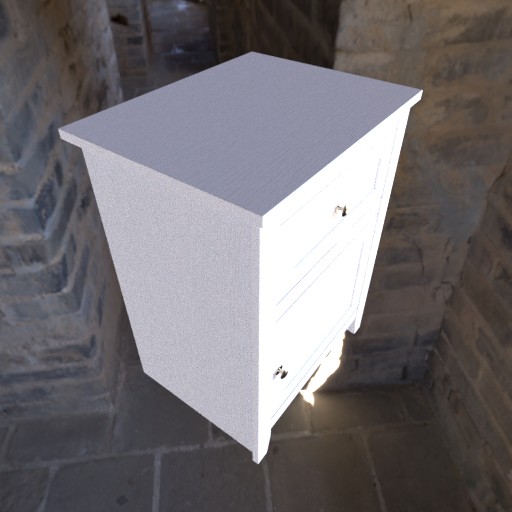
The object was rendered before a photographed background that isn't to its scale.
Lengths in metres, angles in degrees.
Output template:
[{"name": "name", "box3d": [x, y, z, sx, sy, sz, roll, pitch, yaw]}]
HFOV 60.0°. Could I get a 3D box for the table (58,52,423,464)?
[{"name": "table", "box3d": [0.000, 0.000, 0.928, 0.381, 0.635, 0.480, 26, 47, 27]}]
